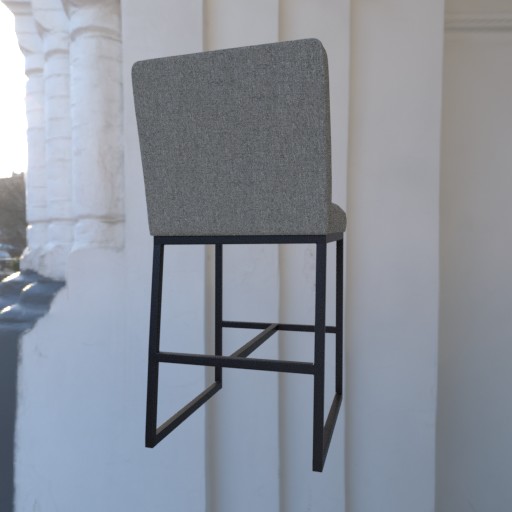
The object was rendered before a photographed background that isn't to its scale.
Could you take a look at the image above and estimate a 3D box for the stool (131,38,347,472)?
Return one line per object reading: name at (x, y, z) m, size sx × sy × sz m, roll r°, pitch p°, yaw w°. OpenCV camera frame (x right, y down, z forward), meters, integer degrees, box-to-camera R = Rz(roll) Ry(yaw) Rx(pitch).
stool at (0.000, 0.000, 1.246) m, size 0.460 × 0.940 × 0.560 m, roll 0°, pitch 1°, yaw 16°
